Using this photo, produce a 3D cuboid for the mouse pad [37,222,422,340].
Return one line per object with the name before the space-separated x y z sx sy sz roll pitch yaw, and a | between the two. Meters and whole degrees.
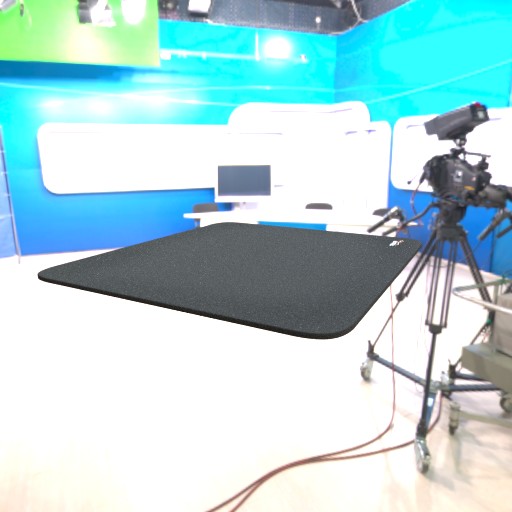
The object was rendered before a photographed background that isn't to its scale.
mouse pad | 0.000 0.000 0.326 0.203 0.003 0.229 8 16 28
